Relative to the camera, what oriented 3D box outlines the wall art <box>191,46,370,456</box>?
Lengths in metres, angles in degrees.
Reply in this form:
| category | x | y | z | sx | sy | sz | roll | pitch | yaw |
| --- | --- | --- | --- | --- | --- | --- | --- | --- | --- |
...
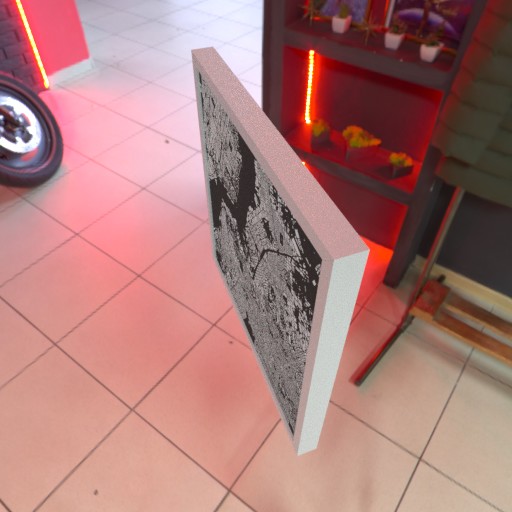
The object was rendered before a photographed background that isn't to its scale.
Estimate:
| category | x | y | z | sx | sy | sz | roll | pitch | yaw |
| --- | --- | --- | --- | --- | --- | --- | --- | --- | --- |
| wall art | 0.000 | 0.000 | 0.759 | 0.038 | 0.506 | 0.506 | -15 | 49 | -14 |
